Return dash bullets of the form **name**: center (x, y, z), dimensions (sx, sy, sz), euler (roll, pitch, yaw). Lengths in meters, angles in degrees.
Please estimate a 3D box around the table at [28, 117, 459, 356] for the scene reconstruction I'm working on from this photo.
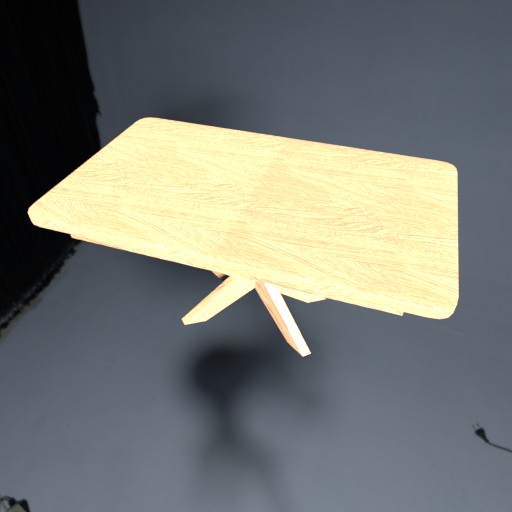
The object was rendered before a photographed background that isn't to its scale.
- **table**: center (0.000, 0.000, 2.111), dimensions (1.600, 0.770, 0.950), euler (12, 43, 14)
